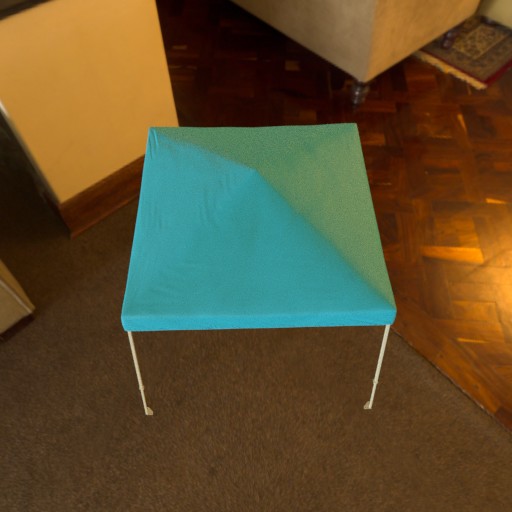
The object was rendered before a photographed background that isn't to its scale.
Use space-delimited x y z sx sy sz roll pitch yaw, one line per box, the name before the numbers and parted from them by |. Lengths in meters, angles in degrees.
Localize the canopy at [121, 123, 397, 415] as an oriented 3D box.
canopy | 0.000 0.000 5.153 2.849 2.850 2.850 -1 58 -1
